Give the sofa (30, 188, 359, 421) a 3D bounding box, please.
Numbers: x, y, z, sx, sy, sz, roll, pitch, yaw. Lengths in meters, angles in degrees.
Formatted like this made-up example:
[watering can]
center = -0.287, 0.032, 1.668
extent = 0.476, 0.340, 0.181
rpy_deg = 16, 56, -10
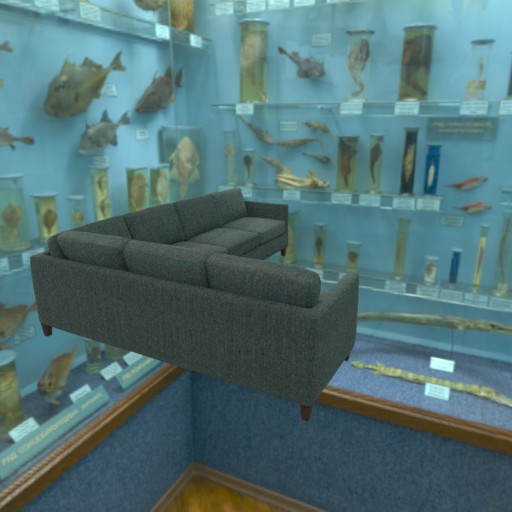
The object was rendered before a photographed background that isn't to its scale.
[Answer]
[sofa]
center = 0.000, 0.000, 4.550
extent = 2.593, 0.947, 3.302
rpy_deg = 9, 19, 27
